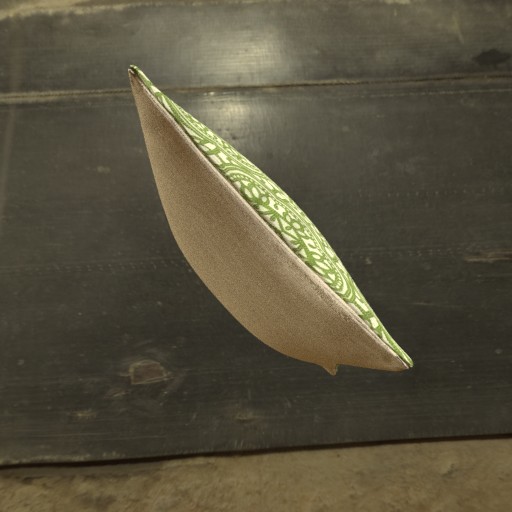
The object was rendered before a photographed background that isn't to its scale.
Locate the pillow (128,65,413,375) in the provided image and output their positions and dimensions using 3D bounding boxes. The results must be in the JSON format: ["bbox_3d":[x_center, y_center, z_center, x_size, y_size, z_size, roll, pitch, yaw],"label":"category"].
[{"bbox_3d":[0.000,0.000,0.650,0.162,0.419,0.440,-40,79,-10],"label":"pillow"}]
